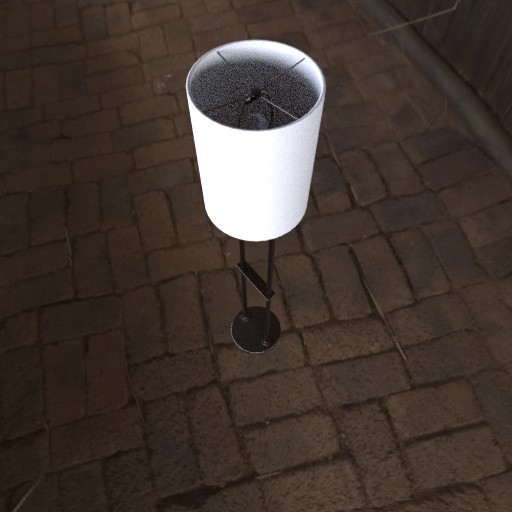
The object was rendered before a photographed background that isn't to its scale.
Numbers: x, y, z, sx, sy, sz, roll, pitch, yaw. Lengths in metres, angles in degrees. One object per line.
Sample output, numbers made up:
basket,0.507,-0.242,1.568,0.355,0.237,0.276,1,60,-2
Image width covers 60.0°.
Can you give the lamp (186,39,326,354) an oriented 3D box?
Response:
lamp,0.000,0.000,1.616,0.305,1.500,0.306,-35,65,-18
